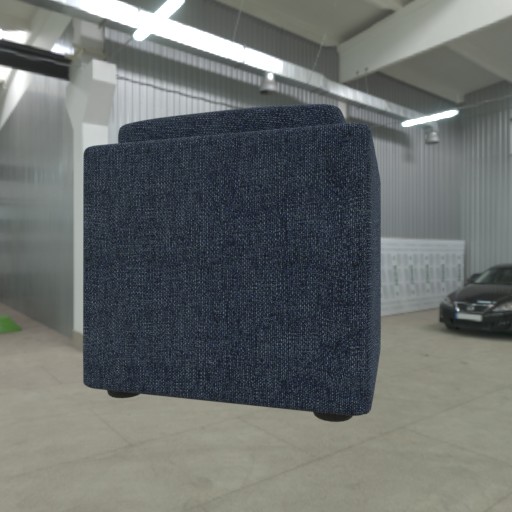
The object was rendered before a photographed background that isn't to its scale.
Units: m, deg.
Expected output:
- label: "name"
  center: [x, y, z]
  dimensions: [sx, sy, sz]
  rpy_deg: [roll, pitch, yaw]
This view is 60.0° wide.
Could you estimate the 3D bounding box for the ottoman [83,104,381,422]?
- label: "ottoman"
  center: [0.000, 0.000, 0.849]
  dimensions: [0.450, 0.460, 0.450]
  rpy_deg: [0, 0, 17]
